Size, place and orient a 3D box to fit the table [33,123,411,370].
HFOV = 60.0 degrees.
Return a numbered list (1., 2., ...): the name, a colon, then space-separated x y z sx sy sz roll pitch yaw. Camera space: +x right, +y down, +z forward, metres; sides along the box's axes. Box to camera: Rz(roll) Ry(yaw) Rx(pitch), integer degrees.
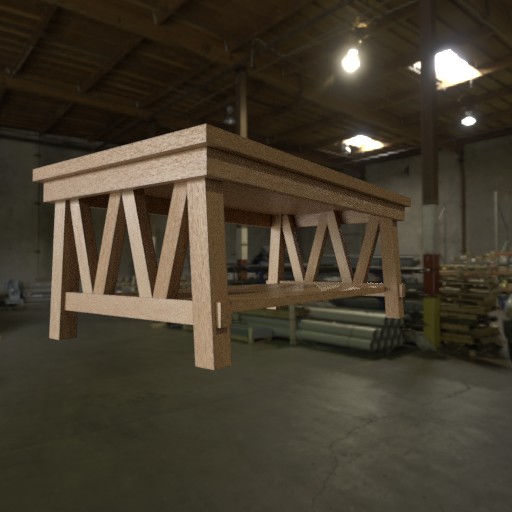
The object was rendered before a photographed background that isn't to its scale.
1. table: 0.000 0.000 1.611 0.711 0.507 1.270 -1 -1 37
